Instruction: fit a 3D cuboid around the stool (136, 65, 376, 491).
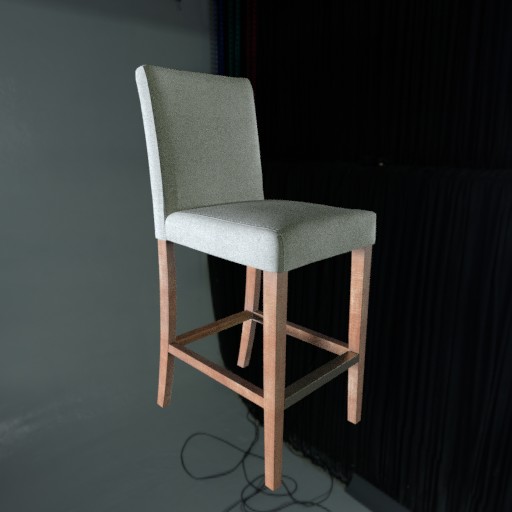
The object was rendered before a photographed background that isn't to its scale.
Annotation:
[{"bbox_3d":[0.000,0.000,1.347,0.570,1.088,0.439,14,20,43],"label":"stool"}]
